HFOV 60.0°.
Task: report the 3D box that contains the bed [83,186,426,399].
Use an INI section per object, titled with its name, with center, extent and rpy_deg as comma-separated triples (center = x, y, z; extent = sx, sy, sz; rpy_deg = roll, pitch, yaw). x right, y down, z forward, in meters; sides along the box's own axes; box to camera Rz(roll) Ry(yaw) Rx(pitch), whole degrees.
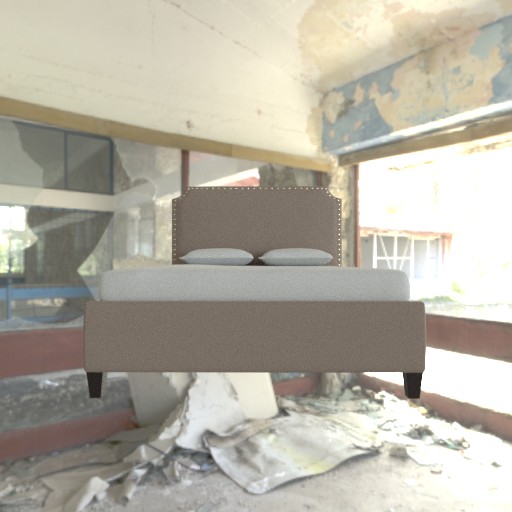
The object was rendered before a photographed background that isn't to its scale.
[bed]
center = 0.000, 0.000, 3.345
extent = 1.713, 1.443, 2.372
rpy_deg = 0, -1, 0
